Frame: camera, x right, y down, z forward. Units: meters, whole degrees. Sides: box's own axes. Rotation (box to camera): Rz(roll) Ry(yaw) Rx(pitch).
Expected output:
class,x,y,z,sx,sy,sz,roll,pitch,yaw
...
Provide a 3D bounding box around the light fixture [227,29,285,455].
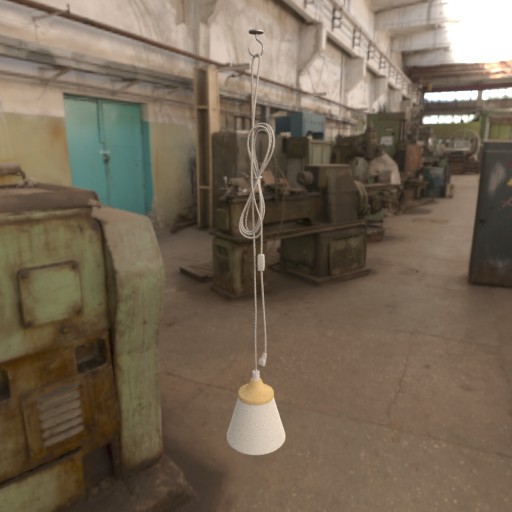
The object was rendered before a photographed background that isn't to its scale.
class,x,y,z,sx,sy,sz,roll,pitch,yaw
light fixture,0.000,0.000,1.041,0.153,0.966,0.153,7,16,27
